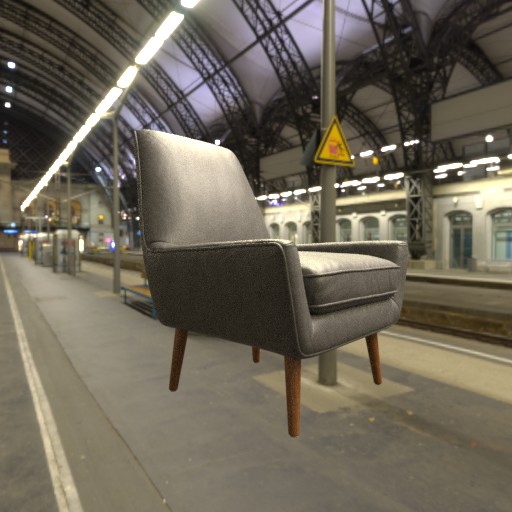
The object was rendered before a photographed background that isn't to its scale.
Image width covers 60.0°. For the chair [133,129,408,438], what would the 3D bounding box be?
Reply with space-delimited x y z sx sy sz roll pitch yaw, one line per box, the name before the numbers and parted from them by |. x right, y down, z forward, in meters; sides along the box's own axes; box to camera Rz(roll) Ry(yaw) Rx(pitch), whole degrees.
chair | 0.000 0.000 1.516 0.822 0.888 0.787 1 2 38
